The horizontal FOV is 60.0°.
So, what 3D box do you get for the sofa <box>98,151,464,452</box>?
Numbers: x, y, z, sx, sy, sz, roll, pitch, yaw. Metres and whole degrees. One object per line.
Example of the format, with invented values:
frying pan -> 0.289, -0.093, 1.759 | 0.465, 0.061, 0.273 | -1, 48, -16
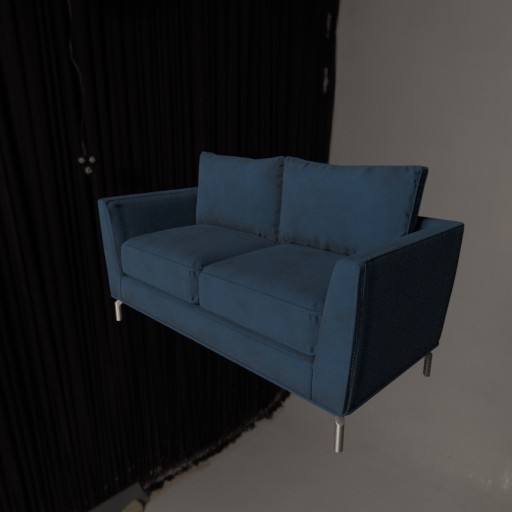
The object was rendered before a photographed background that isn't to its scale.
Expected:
sofa -> 0.000, 0.000, 2.321 | 0.853, 1.002, 1.770 | -16, 22, -43
